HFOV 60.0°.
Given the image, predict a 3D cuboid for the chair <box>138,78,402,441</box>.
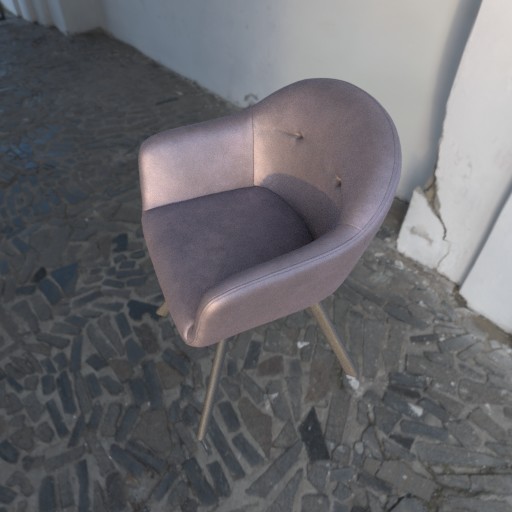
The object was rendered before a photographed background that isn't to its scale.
[{"bbox_3d":[0.000,0.000,1.150,0.544,0.781,0.567,-17,48,-16],"label":"chair"}]
